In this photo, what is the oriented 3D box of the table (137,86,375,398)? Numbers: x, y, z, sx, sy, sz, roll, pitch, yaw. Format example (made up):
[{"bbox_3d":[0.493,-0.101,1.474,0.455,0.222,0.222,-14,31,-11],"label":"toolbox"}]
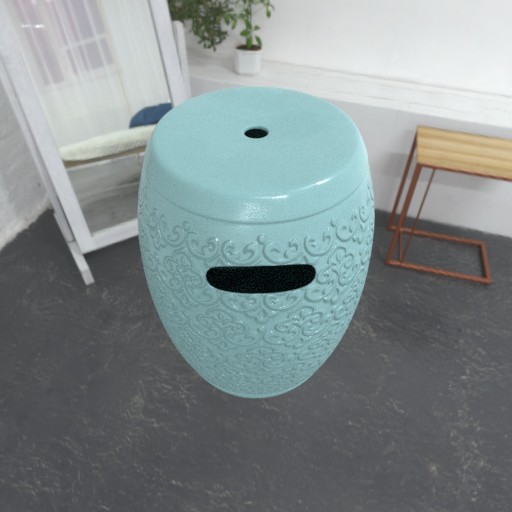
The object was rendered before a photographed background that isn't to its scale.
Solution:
[{"bbox_3d":[0.000,0.000,0.631,0.309,0.397,0.309,0,45,0],"label":"table"}]
